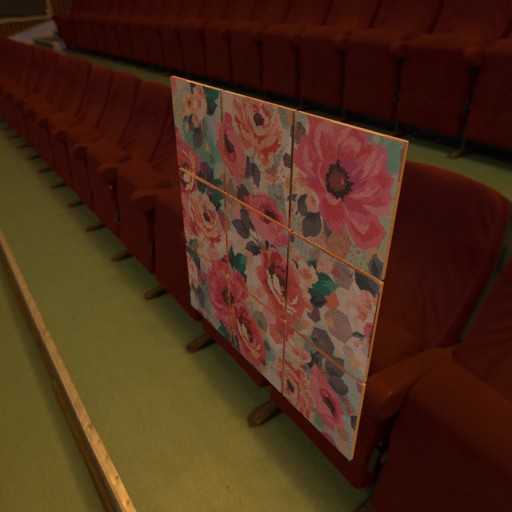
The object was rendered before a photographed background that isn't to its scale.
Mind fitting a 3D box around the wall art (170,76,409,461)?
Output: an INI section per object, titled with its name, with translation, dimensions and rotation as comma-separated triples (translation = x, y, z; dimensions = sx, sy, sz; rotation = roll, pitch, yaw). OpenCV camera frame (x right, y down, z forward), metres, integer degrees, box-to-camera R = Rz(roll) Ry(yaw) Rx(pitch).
[wall art]
translation = 0.000, 0.000, 1.341
dimensions = 0.012, 0.910, 0.911
rotation = -21, 36, -31
